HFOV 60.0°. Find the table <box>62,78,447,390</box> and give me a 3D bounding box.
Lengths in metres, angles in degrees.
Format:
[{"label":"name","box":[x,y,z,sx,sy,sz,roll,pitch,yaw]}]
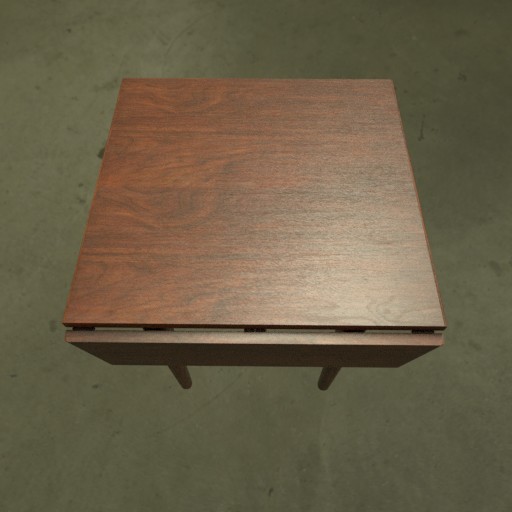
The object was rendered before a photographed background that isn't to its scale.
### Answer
[{"label":"table","box":[0.000,0.000,1.457,0.812,0.763,0.843,0,59,0]}]
